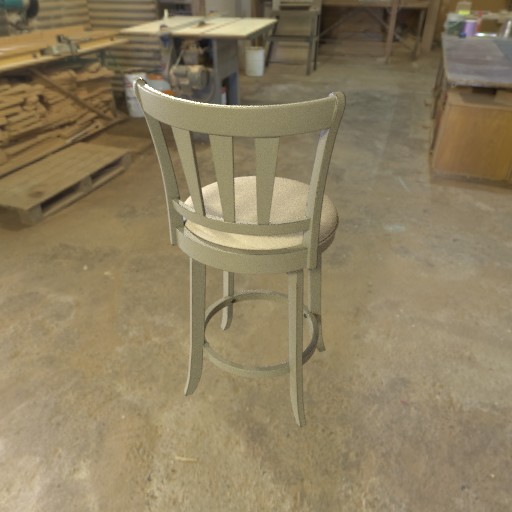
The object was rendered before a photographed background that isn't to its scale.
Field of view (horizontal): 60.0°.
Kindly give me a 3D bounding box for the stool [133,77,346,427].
[{"bbox_3d":[0.000,0.000,1.267,0.450,0.994,0.486,10,34,15],"label":"stool"}]
